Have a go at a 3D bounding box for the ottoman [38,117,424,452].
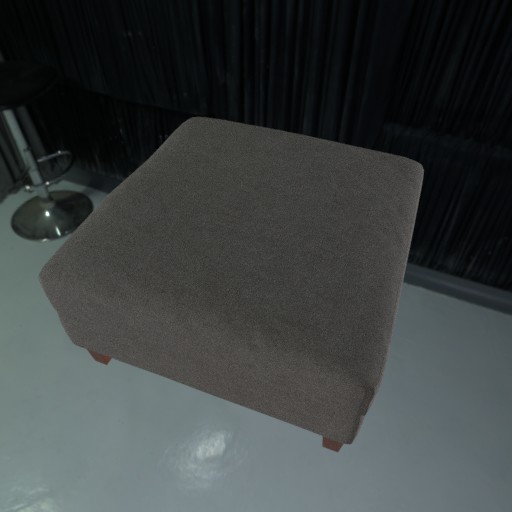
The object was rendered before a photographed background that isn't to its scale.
[{"bbox_3d":[0.000,0.000,1.390,0.861,0.482,0.881,15,48,14],"label":"ottoman"}]
